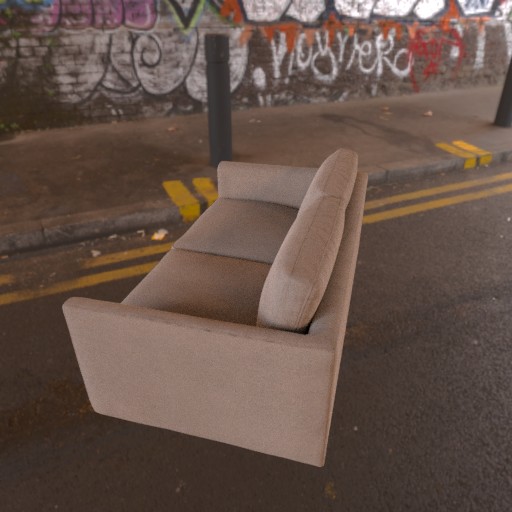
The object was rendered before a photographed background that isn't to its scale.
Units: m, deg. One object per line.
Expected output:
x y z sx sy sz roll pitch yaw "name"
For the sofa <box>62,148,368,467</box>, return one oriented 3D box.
0.000 0.000 2.513 1.091 0.839 1.905 8 31 13 "sofa"
